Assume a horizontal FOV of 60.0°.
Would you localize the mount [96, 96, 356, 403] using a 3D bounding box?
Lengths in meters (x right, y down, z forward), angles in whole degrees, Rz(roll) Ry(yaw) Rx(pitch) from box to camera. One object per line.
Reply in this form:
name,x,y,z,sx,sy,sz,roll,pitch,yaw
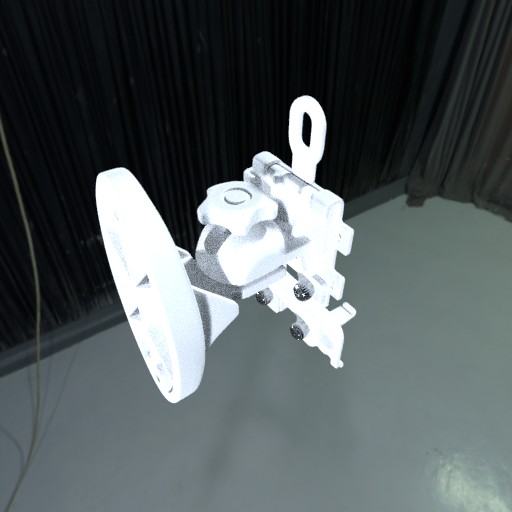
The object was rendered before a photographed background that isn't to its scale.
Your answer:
mount,0.000,0.000,0.177,0.100,0.118,0.066,-26,47,-26
